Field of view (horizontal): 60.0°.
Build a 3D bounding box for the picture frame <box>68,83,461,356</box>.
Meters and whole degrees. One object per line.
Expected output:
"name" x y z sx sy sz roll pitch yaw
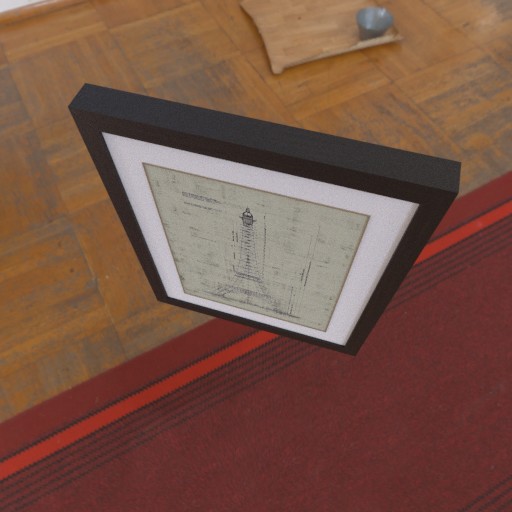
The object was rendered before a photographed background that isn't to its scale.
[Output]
"picture frame" 0.000 0.000 0.743 0.452 0.555 0.044 14 61 8
